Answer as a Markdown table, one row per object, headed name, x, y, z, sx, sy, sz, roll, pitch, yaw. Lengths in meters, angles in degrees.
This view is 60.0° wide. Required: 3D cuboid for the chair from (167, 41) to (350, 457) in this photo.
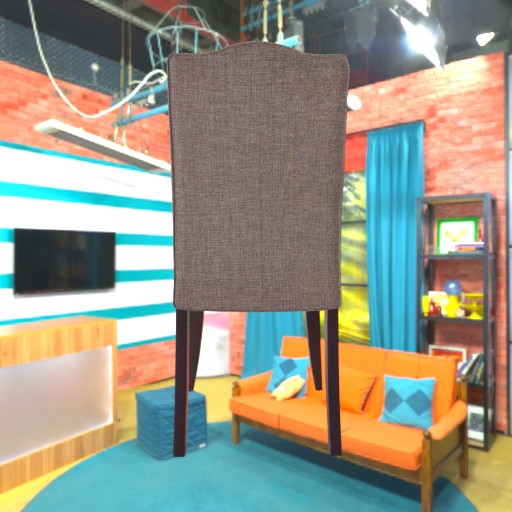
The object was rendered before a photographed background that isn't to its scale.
| name | x | y | z | sx | sy | sz | roll | pitch | yaw |
| --- | --- | --- | --- | --- | --- | --- | --- | --- | --- |
| chair | 0.000 | 0.000 | 1.361 | 0.513 | 1.016 | 0.660 | 0 | 0 | -1 |
